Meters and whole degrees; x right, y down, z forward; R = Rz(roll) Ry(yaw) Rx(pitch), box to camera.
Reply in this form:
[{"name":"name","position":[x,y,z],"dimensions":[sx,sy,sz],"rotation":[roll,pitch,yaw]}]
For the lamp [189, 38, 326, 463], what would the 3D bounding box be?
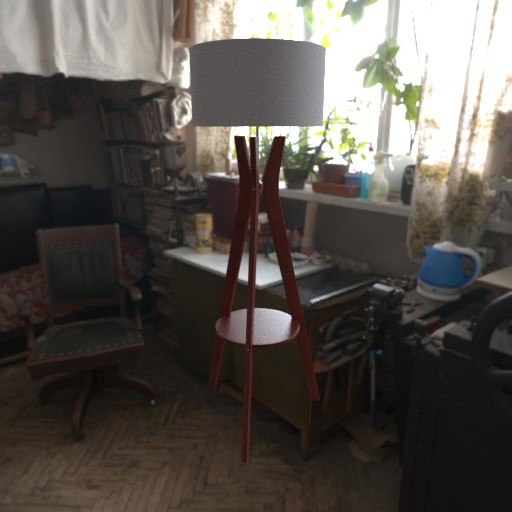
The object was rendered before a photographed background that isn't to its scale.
[{"name":"lamp","position":[0.000,0.000,1.720],"dimensions":[0.539,1.472,0.542],"rotation":[3,17,9]}]
